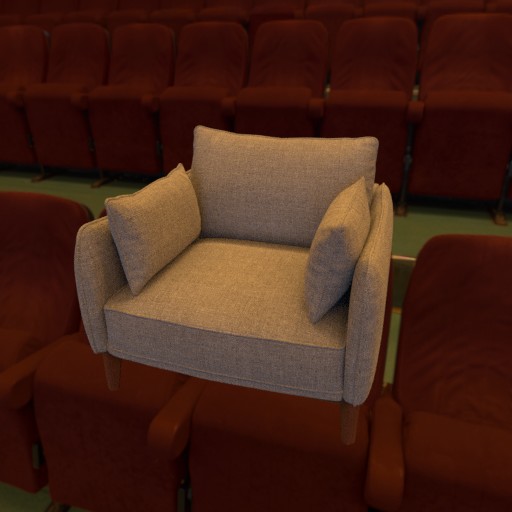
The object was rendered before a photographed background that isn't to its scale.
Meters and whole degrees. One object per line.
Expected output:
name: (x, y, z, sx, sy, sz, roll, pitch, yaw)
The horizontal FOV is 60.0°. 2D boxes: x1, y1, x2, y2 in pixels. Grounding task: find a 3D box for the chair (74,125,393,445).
chair: (0.000, 0.000, 1.715, 0.993, 0.839, 0.976, 7, 26, 15)
